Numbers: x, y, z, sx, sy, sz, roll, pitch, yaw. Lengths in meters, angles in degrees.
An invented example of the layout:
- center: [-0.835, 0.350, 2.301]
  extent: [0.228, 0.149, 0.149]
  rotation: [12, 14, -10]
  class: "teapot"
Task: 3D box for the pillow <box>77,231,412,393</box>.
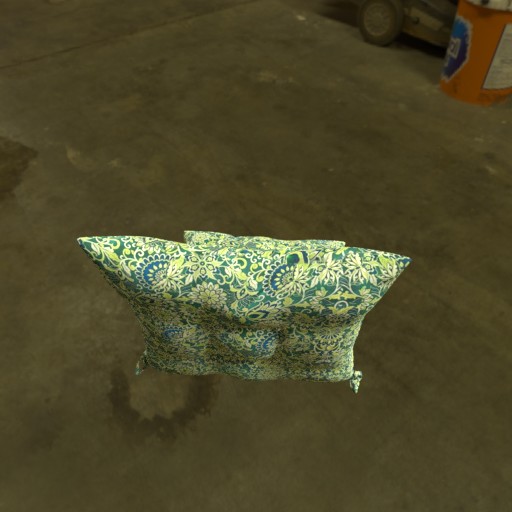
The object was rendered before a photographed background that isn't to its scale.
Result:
- center: [0.000, 0.000, 1.019]
  extent: [0.541, 0.536, 0.585]
  rotation: [4, 46, 3]
  class: "pillow"
